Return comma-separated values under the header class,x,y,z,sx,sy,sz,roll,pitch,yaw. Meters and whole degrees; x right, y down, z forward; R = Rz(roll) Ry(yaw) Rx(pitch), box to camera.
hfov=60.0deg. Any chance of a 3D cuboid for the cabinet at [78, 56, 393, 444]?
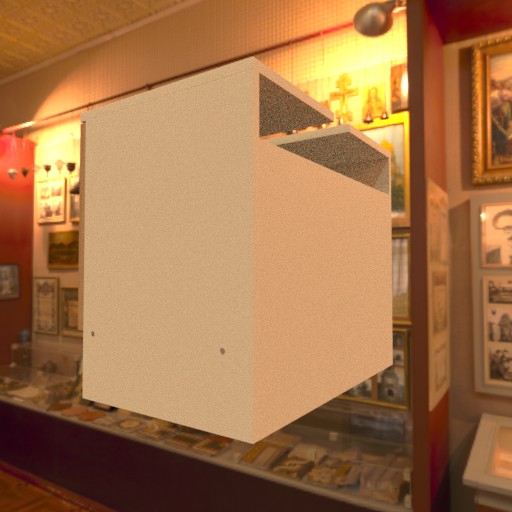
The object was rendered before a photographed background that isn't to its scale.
class,x,y,z,sx,sy,sz,roll,pitch,yaw
cabinet,0.000,0.000,0.956,0.400,0.522,0.600,-1,-2,34
